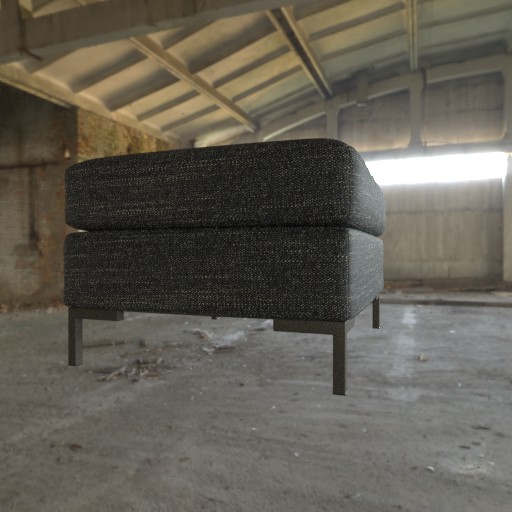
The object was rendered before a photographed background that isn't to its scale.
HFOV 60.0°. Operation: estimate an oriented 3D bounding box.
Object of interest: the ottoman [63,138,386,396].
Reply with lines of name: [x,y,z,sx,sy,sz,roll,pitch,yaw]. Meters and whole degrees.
ottoman: [0.000,0.000,1.249,0.667,0.491,0.814,0,0,20]
